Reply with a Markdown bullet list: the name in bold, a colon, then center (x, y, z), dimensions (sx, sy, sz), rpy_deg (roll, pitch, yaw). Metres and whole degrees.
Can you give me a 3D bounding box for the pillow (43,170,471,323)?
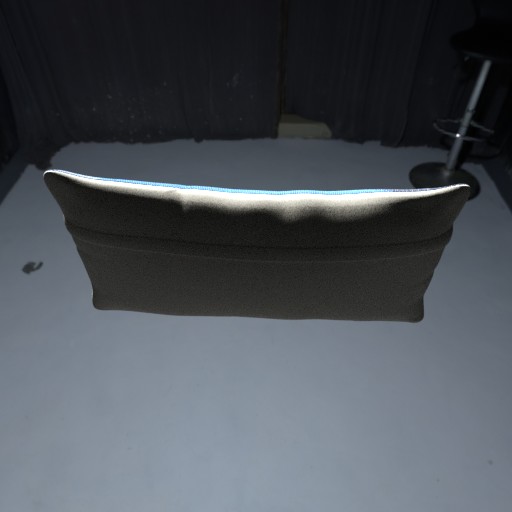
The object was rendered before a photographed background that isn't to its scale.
- **pillow**: center (0.000, 0.000, 0.715), dimensions (0.604, 0.307, 0.148), rpy_deg (2, 45, 2)
